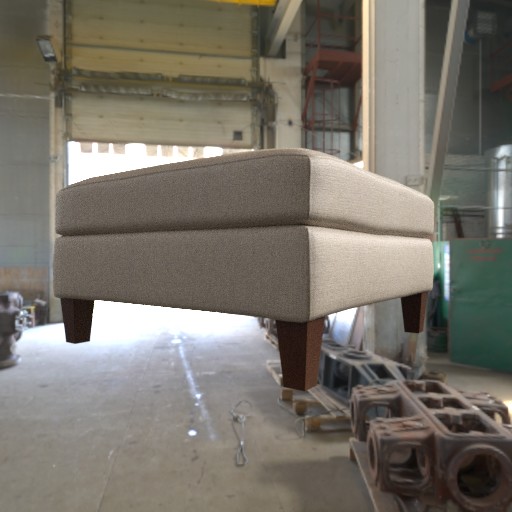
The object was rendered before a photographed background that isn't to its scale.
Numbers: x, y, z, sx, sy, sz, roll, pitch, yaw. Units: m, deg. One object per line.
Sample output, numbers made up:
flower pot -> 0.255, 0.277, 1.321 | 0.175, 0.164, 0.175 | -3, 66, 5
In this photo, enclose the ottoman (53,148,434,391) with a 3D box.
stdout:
ottoman -> 0.000, 0.000, 1.327 | 0.838, 0.481, 0.838 | 0, 0, 36
